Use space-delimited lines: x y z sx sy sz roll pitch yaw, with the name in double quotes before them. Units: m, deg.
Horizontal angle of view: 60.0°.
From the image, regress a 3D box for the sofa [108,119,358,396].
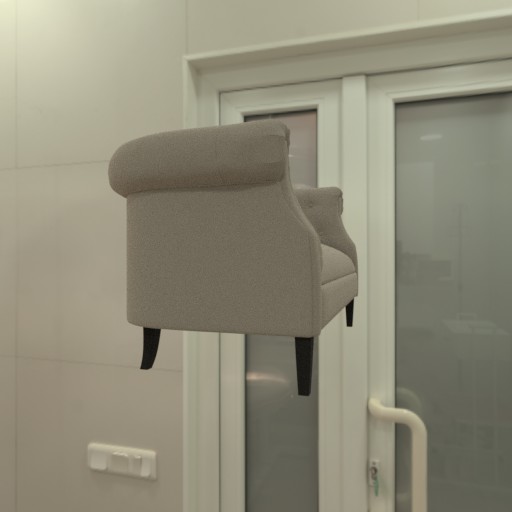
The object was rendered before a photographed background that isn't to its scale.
"sofa" 0.000 0.000 2.072 0.835 0.827 1.558 0 0 18
